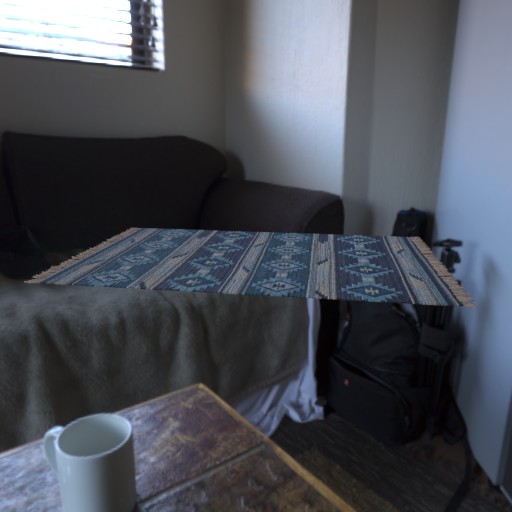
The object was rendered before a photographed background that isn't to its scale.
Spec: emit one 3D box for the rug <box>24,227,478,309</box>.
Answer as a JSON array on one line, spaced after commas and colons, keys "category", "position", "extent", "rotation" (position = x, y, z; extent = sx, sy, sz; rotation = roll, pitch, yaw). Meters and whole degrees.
[{"category": "rug", "position": [0.000, 0.000, 2.407], "extent": [1.936, 0.028, 1.181], "rotation": [2, 16, 8]}]
